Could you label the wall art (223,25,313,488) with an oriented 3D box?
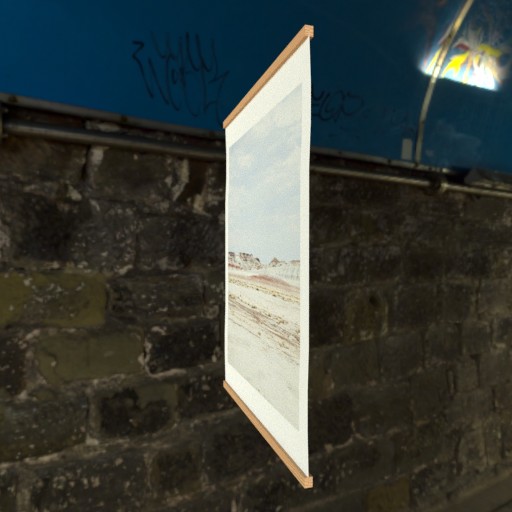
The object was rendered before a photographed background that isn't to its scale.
[{"bbox_3d":[0.000,0.000,0.799,0.011,0.605,0.458,0,1,-18],"label":"wall art"}]
